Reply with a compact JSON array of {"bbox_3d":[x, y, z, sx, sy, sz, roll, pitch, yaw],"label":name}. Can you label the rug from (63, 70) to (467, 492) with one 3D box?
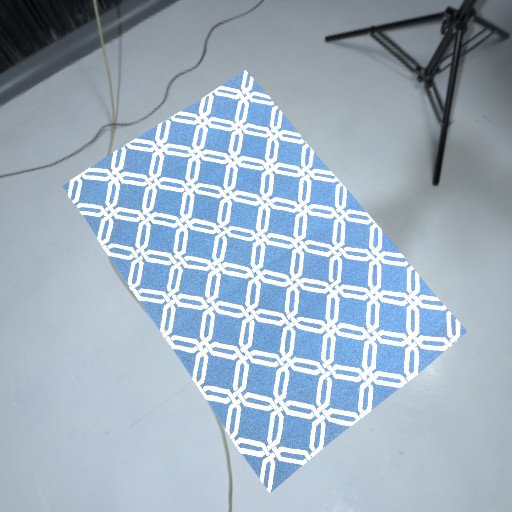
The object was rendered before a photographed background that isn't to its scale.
[{"bbox_3d":[0.000,0.000,2.138,1.153,0.010,1.755,-36,78,-9],"label":"rug"}]
